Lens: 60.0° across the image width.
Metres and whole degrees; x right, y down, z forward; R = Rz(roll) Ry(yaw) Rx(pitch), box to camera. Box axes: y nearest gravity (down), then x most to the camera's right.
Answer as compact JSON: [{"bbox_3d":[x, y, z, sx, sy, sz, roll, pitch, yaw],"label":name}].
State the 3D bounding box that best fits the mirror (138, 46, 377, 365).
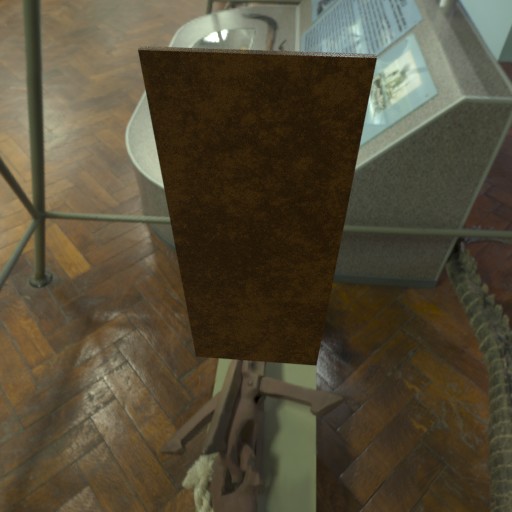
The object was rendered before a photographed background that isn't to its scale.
[{"bbox_3d":[0.000,0.000,2.251,0.812,2.031,0.032,3,47,3],"label":"mirror"}]
